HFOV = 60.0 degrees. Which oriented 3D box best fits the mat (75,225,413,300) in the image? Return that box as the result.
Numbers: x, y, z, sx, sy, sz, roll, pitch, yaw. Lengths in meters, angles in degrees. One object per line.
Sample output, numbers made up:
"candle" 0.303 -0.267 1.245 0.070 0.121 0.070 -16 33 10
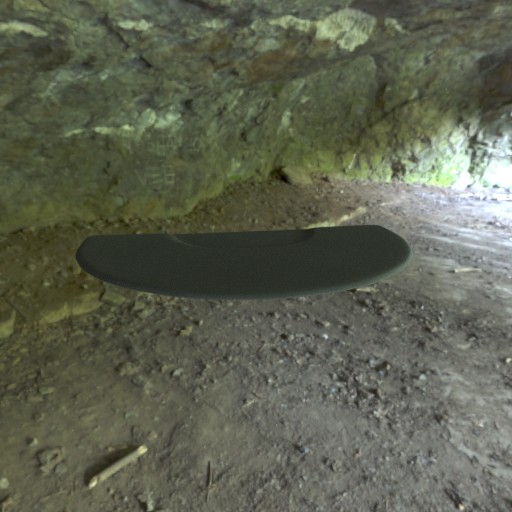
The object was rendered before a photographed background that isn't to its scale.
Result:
"mat" 0.000 0.000 1.850 1.525 0.022 0.917 -3 17 -9
